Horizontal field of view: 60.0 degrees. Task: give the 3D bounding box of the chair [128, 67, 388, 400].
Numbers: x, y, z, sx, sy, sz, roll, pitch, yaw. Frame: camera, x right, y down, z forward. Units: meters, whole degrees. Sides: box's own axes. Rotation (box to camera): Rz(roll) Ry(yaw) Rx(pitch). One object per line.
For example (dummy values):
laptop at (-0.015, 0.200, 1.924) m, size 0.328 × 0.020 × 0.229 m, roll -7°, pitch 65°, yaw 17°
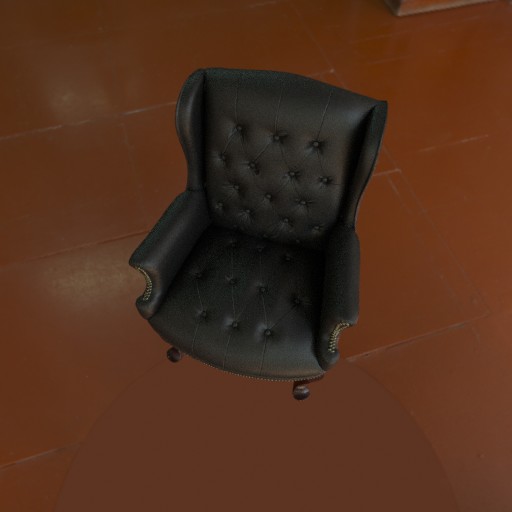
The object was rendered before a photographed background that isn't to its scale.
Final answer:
chair at (0.000, 0.000, 1.722) m, size 0.831 × 1.133 × 0.822 m, roll 14°, pitch 59°, yaw 9°
